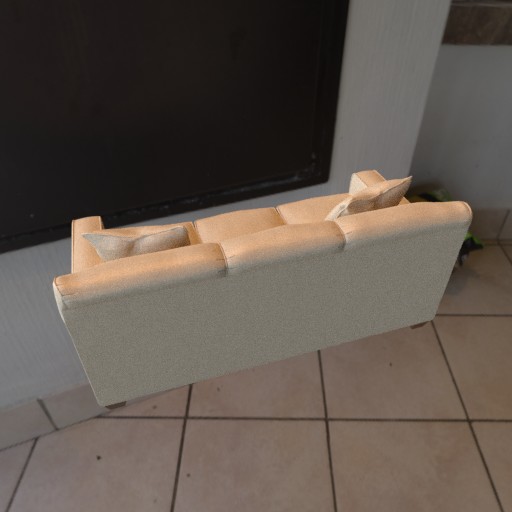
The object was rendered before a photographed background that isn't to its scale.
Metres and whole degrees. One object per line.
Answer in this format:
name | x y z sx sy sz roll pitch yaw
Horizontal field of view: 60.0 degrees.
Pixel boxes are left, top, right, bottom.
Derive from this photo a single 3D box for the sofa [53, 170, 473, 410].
sofa | 0.000 0.000 2.616 2.024 0.958 0.997 -12 41 -13
